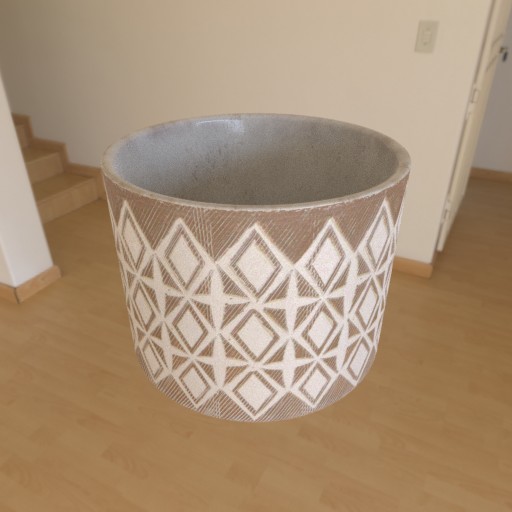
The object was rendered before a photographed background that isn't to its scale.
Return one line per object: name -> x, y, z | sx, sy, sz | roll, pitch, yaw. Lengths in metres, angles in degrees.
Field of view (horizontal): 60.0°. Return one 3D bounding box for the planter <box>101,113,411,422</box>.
planter -> 0.000, 0.000, 0.329 | 0.193, 0.165, 0.193 | 0, 30, 0
